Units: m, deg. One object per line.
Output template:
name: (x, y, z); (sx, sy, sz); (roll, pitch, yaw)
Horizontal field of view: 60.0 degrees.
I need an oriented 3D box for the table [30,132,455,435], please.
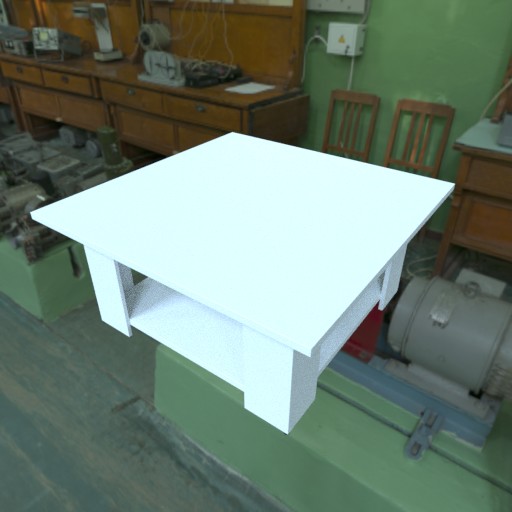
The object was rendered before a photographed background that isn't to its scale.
table: (0.000, 0.000, 1.064); (0.670, 0.305, 0.670); (22, 39, 30)
